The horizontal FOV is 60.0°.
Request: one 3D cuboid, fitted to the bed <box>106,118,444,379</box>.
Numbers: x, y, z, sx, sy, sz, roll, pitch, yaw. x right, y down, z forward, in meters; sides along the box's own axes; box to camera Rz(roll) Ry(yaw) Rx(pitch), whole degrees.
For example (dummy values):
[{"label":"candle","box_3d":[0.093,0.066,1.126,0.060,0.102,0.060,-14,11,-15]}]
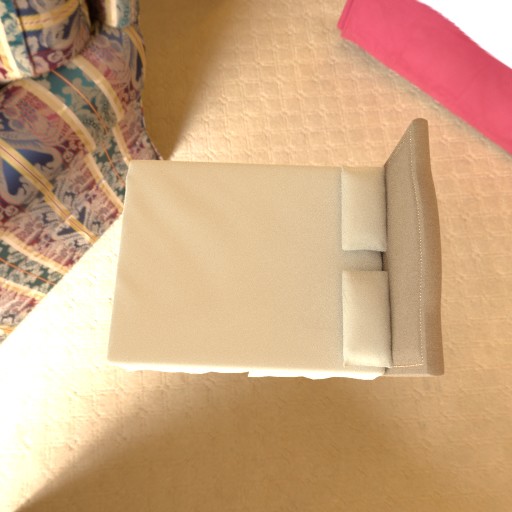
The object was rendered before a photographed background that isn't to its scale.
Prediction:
[{"label":"bed","box_3d":[0.000,0.000,3.426,2.282,1.436,1.821,2,75,1]}]
